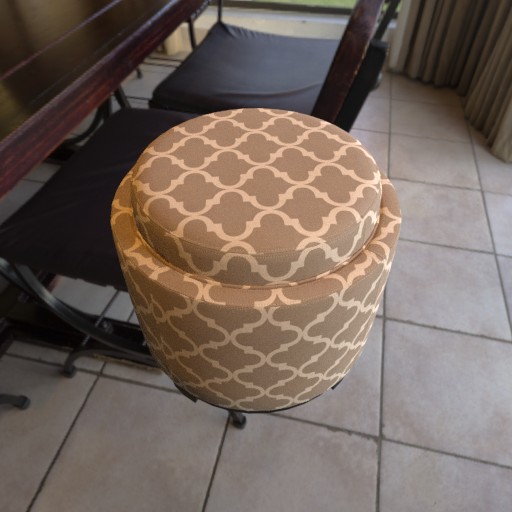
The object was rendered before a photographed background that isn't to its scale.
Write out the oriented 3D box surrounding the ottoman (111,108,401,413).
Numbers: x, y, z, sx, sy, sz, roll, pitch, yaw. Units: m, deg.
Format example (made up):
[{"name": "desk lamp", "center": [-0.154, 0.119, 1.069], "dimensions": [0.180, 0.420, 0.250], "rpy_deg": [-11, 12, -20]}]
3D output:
[{"name": "ottoman", "center": [0.000, 0.000, 0.838], "dimensions": [0.480, 0.429, 0.480], "rpy_deg": [0, 46, 0]}]
